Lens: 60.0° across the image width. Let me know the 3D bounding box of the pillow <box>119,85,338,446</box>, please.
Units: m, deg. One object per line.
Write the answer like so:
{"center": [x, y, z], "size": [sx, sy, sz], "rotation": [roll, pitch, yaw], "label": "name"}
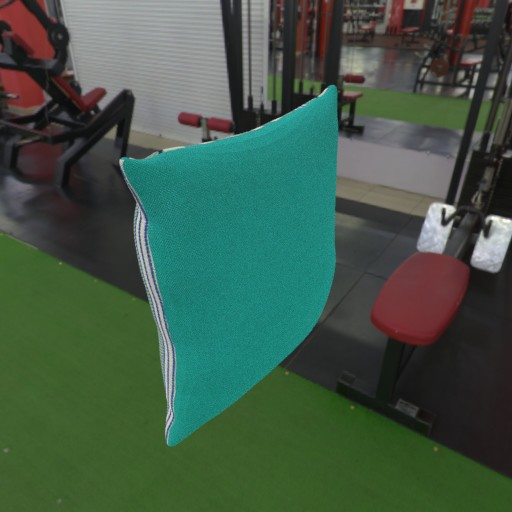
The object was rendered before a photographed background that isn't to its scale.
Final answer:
{"center": [0.000, 0.000, 0.681], "size": [0.182, 0.441, 0.440], "rotation": [21, 37, 31], "label": "pillow"}
